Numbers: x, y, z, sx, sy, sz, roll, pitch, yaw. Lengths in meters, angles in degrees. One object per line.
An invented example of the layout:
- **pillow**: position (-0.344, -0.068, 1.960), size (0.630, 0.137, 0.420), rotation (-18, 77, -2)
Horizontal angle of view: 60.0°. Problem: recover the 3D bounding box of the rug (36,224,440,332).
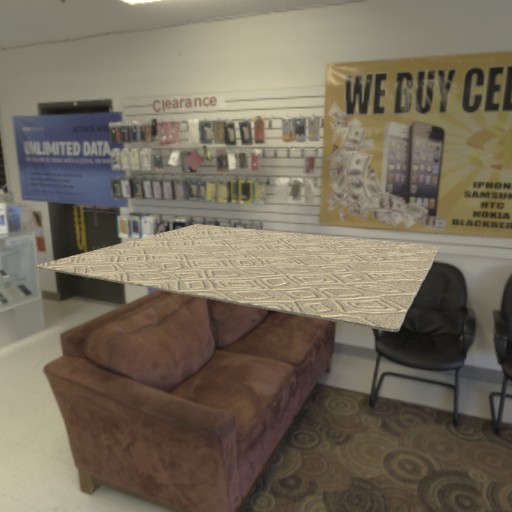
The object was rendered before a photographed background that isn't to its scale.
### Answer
- **rug**: position (0.000, 0.000, 4.206), size (3.049, 0.025, 2.449), rotation (7, 15, 26)
